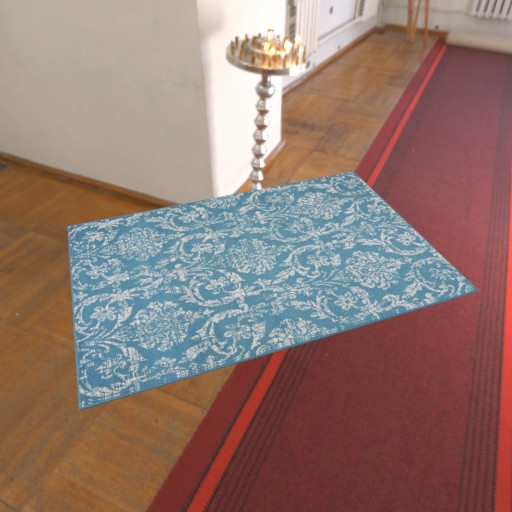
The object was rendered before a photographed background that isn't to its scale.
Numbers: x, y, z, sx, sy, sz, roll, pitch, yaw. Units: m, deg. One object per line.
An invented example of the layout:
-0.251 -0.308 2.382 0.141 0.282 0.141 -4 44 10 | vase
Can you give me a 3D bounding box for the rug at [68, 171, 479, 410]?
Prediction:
0.000 0.000 3.468 2.746 0.018 1.816 -13 42 -15 | rug
